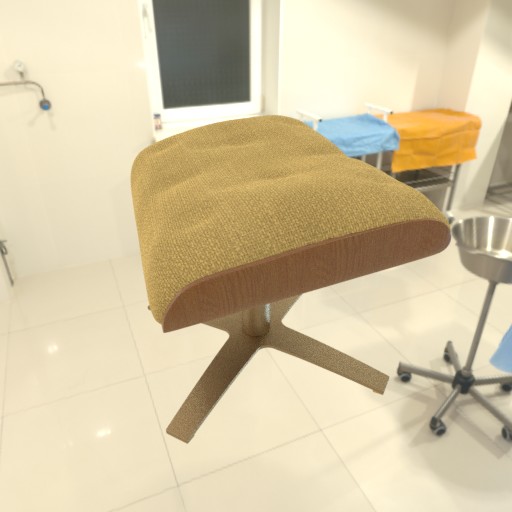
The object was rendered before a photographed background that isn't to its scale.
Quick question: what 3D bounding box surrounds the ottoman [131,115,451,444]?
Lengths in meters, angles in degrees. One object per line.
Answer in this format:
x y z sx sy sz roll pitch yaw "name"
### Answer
0.000 0.000 0.784 0.394 0.391 0.520 -9 31 -14 "ottoman"
